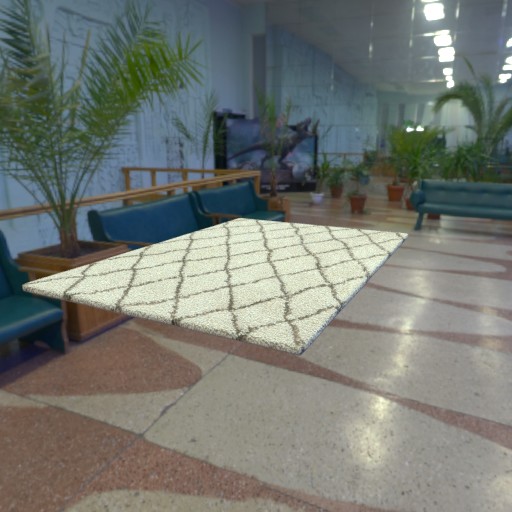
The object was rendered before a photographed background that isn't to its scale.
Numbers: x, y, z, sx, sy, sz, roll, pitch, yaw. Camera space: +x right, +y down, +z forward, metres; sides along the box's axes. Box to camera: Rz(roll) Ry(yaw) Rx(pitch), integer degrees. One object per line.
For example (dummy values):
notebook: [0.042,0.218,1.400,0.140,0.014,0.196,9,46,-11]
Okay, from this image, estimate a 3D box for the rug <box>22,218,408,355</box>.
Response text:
rug: [0.000,0.000,2.279,1.219,0.030,1.778,8,17,27]
